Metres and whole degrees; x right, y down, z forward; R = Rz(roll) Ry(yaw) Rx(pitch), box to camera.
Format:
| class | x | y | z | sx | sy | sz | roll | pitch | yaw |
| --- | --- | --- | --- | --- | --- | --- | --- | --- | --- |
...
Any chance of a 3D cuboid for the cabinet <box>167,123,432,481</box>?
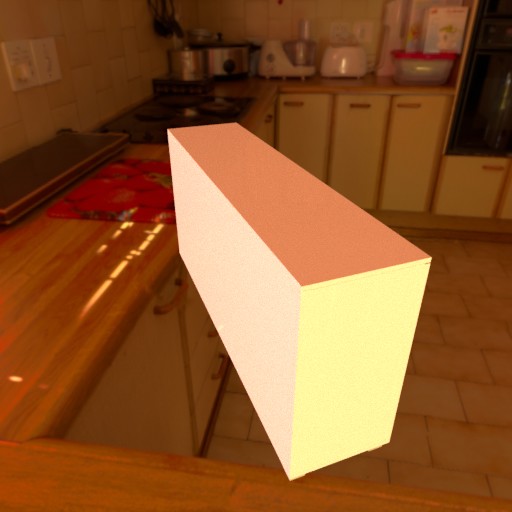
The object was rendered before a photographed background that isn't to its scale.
| class | x | y | z | sx | sy | sz | roll | pitch | yaw |
| --- | --- | --- | --- | --- | --- | --- | --- | --- | --- |
| cabinet | 0.000 | 0.000 | 2.026 | 0.400 | 0.800 | 1.650 | -11 | 32 | -18 |
